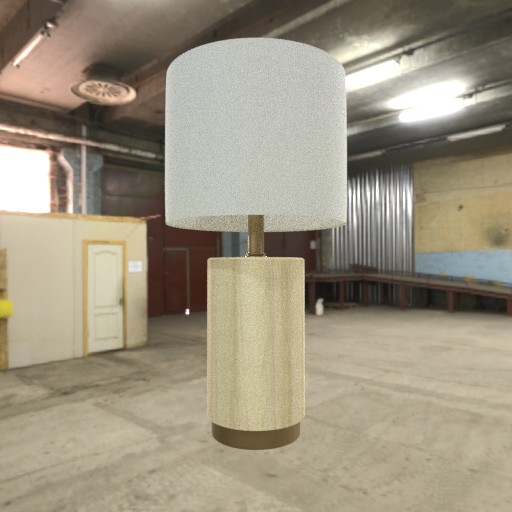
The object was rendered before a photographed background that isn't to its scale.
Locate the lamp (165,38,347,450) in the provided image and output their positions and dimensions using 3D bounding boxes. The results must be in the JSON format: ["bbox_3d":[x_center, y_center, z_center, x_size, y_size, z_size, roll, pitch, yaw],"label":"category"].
[{"bbox_3d":[0.000,0.000,0.564,0.228,0.444,0.228,0,-1,-17],"label":"lamp"}]
